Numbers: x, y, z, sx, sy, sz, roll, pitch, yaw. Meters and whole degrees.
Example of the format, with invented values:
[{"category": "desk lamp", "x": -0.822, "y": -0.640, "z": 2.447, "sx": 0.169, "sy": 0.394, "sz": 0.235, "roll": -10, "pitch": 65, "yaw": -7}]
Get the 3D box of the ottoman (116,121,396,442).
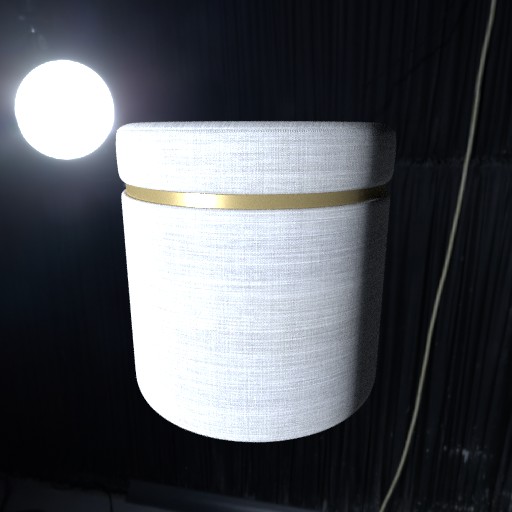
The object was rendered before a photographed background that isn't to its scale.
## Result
[{"category": "ottoman", "x": 0.000, "y": 0.000, "z": 0.709, "sx": 0.400, "sy": 0.406, "sz": 0.400, "roll": 0, "pitch": 16, "yaw": 0}]
